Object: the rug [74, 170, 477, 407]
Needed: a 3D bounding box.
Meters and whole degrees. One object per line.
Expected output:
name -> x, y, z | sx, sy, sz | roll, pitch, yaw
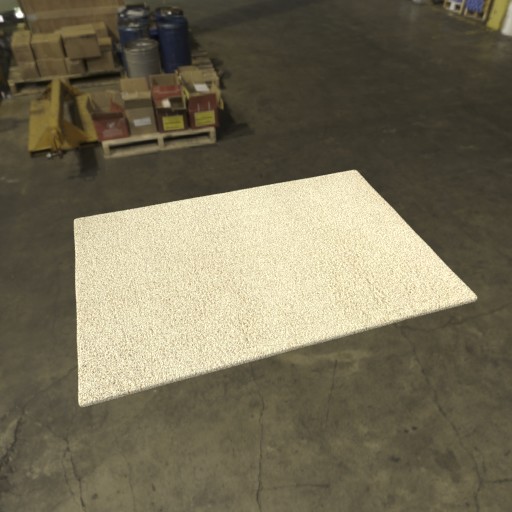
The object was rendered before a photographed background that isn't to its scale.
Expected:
rug -> 0.000, 0.000, 2.287 | 1.778, 0.030, 1.219 | -12, 43, -13
